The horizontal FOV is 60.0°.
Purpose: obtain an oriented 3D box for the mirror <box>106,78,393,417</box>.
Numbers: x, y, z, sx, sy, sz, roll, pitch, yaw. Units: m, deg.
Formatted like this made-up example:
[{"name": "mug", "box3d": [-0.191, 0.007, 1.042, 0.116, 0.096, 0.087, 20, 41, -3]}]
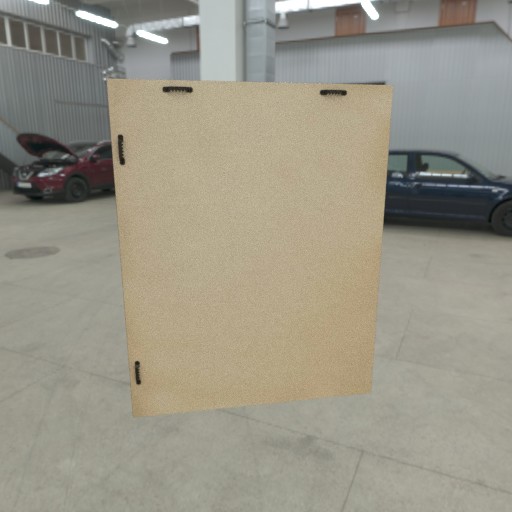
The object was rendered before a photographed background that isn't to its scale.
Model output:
[{"name": "mirror", "box3d": [0.000, 0.000, 0.695, 0.406, 0.509, 0.041, -3, 15, -10]}]
